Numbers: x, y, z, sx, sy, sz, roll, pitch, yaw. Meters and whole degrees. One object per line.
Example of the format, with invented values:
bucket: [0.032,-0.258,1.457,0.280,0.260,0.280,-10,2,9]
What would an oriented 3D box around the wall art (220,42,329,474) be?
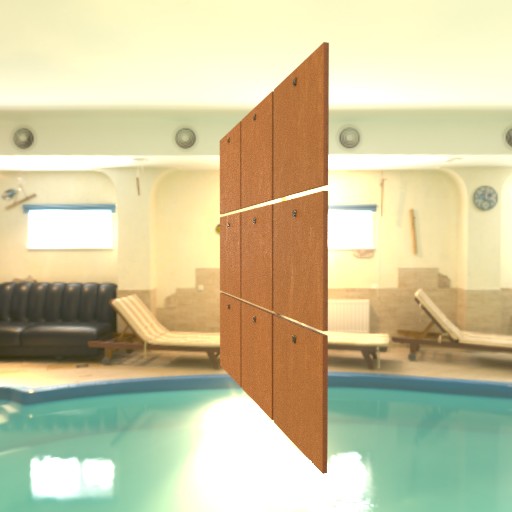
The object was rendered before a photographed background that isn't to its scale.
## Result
wall art: [0.000,0.000,1.369,0.018,0.913,0.915,0,1,-18]
